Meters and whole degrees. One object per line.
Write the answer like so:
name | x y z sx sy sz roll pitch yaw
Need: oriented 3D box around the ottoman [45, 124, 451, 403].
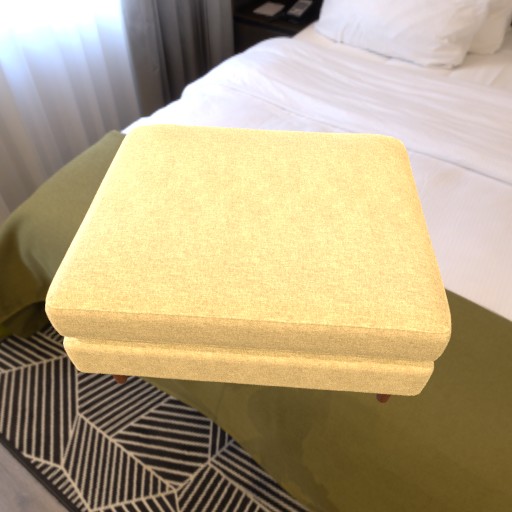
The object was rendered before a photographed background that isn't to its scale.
ottoman | 0.000 0.000 1.214 0.821 0.474 0.693 3 47 3
